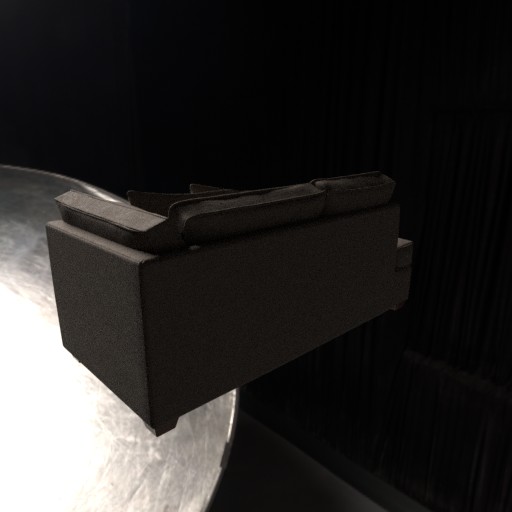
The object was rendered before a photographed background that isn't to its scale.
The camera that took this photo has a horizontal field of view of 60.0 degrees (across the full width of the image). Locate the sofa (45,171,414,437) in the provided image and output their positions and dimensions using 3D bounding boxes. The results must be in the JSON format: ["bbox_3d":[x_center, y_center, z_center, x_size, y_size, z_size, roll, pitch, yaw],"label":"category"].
[{"bbox_3d":[0.000,0.000,2.890,2.237,1.033,1.110,-15,22,-42],"label":"sofa"}]
